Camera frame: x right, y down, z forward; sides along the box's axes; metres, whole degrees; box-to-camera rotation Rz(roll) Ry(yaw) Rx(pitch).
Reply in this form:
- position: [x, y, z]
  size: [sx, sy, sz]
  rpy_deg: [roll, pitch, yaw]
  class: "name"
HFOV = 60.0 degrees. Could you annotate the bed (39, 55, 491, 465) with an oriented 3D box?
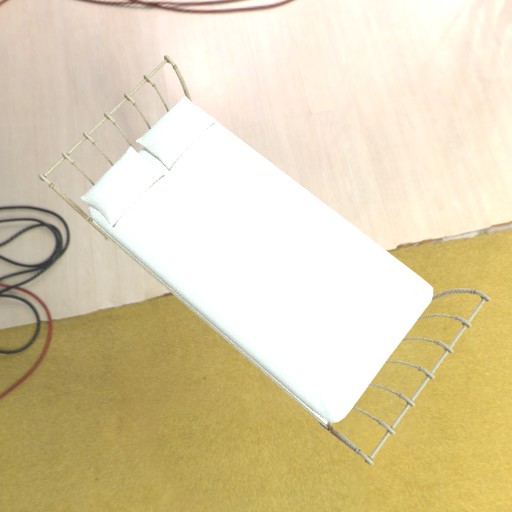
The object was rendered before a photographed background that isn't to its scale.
- position: [0.000, 0.000, 2.701]
  size: [2.228, 0.873, 1.032]
  rpy_deg: [39, 78, 10]
  class: "bed"
